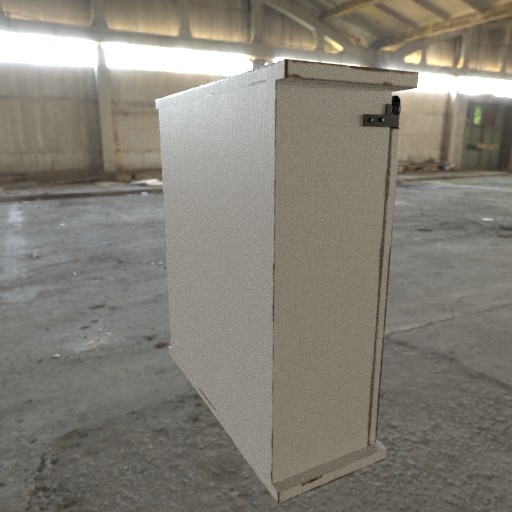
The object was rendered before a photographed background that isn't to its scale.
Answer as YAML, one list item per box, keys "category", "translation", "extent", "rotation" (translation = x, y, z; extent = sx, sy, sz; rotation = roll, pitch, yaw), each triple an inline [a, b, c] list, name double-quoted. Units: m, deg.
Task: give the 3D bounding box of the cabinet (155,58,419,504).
- category: "cabinet"
  translation: [0.000, 0.000, 0.852]
  extent: [0.210, 0.603, 0.541]
  rotation: [-7, 16, -27]
